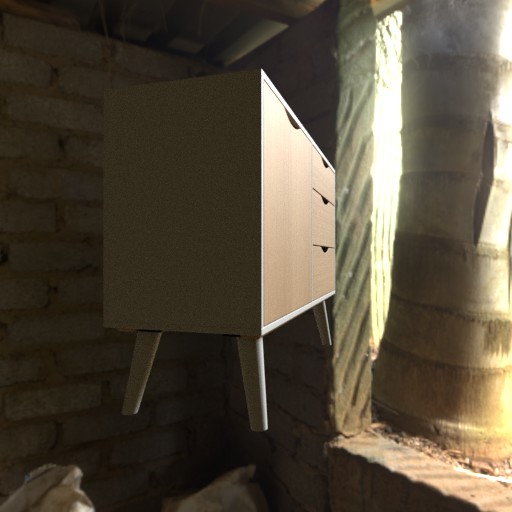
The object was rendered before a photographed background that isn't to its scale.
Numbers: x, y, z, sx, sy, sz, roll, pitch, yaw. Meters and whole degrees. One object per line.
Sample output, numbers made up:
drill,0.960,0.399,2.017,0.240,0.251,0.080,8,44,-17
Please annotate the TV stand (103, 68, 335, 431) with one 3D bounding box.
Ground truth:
TV stand,0.000,0.000,1.593,0.406,0.812,1.193,0,0,18
